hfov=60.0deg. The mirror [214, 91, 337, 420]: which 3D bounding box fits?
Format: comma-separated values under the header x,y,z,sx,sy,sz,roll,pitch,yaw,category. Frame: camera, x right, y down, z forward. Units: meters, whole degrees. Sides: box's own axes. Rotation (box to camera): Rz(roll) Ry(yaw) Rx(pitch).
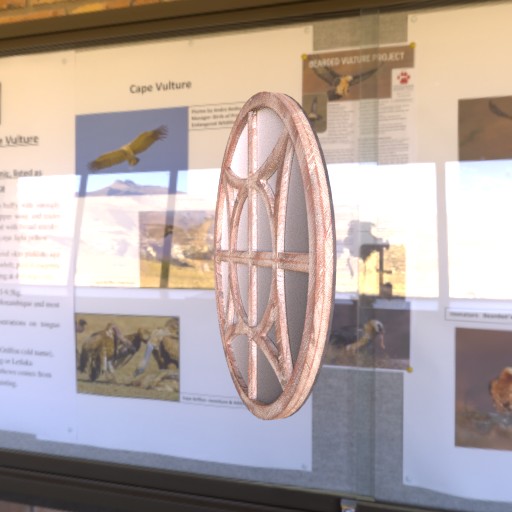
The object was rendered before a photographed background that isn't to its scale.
x,y,z,sx,sy,sz,roll,pitch,yaw,category
0.000,0.000,1.021,0.038,0.710,0.710,0,1,-18,mirror
